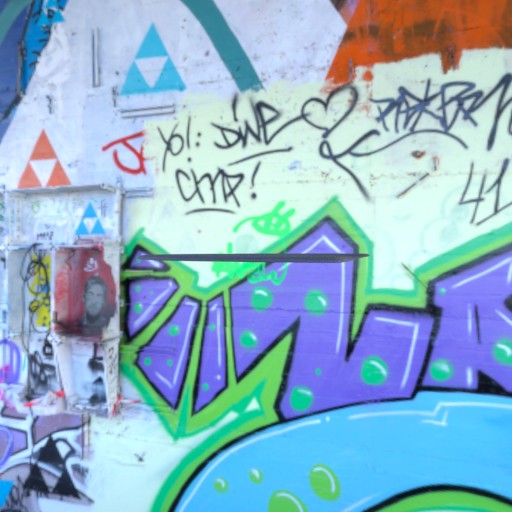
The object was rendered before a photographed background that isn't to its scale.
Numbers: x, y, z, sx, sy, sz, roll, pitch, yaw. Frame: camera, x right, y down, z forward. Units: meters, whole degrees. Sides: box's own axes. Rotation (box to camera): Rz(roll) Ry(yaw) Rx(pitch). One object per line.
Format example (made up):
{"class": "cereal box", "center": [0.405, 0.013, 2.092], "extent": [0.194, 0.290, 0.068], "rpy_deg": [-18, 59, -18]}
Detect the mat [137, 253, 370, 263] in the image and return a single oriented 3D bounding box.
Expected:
{"class": "mat", "center": [0.000, 0.000, 1.952], "extent": [0.917, 0.016, 1.525], "rpy_deg": [0, 1, 17]}
